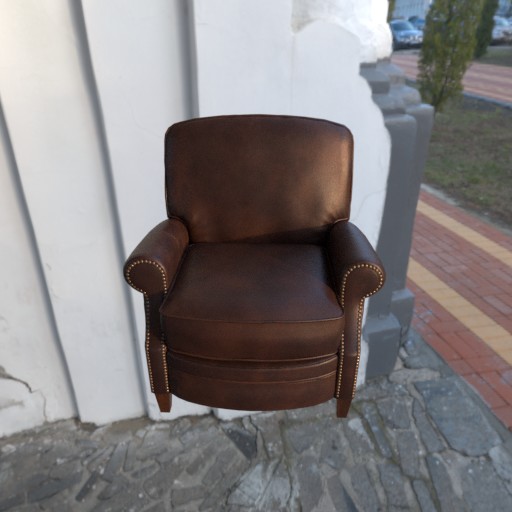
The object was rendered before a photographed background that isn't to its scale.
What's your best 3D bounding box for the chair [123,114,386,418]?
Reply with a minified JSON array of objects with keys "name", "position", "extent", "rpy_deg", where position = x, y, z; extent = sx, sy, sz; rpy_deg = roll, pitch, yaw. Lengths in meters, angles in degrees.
[{"name":"chair","position":[0.000,0.000,1.833],"extent":[0.936,1.018,0.986],"rpy_deg":[1,28,2]}]
